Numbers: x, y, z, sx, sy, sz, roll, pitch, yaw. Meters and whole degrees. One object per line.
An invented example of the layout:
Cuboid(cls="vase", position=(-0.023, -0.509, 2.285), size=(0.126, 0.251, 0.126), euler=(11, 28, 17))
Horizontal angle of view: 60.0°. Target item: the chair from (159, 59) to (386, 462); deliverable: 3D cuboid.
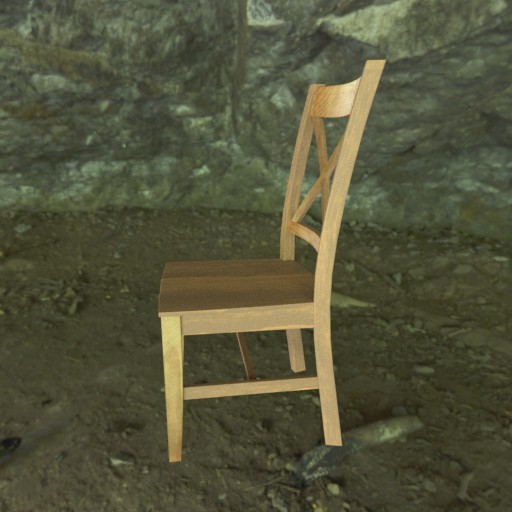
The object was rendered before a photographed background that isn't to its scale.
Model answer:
Cuboid(cls="chair", position=(0.000, 0.000, 1.276), size=(0.542, 0.983, 0.485), euler=(-2, 15, -8))
